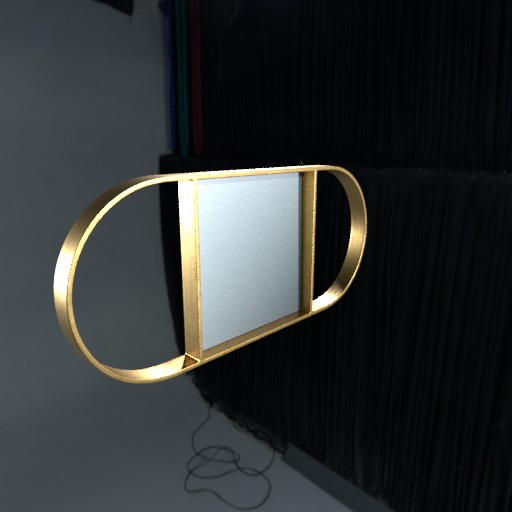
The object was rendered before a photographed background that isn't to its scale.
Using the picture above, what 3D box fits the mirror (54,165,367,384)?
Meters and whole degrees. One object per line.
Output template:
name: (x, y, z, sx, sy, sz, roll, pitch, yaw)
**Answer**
mirror: (0.000, 0.000, 0.663, 0.032, 0.254, 0.584, 14, 20, 42)
